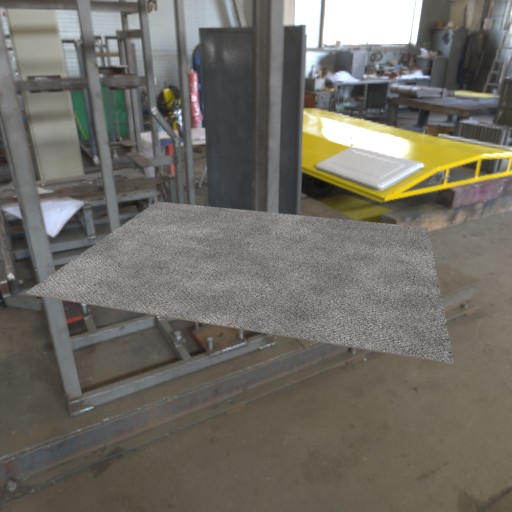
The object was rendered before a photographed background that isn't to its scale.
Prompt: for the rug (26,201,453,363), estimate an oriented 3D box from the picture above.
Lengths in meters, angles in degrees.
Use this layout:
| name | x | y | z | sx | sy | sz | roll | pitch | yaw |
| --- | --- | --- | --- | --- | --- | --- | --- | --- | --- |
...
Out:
| name | x | y | z | sx | sy | sz | roll | pitch | yaw |
| --- | --- | --- | --- | --- | --- | --- | --- | --- | --- |
| rug | 0.000 | 0.000 | 2.900 | 2.235 | 0.008 | 1.600 | 7 | 27 | 14 |
